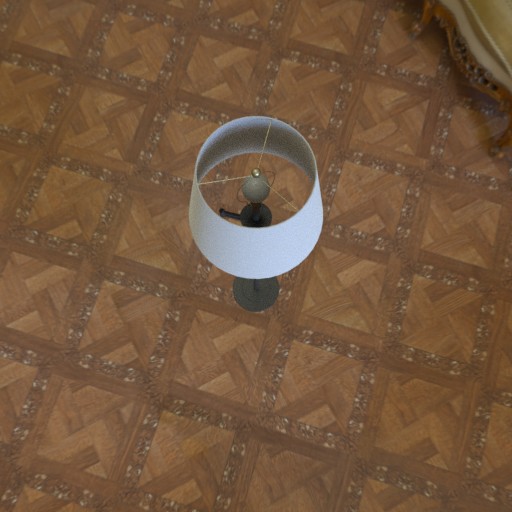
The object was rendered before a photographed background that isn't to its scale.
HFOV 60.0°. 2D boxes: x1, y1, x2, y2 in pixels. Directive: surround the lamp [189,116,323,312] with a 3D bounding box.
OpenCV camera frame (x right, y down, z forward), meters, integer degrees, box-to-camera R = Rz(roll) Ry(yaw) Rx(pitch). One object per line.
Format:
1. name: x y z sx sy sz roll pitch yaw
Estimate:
1. lamp: 0.000 0.000 1.612 0.348 1.473 0.348 15 77 4
